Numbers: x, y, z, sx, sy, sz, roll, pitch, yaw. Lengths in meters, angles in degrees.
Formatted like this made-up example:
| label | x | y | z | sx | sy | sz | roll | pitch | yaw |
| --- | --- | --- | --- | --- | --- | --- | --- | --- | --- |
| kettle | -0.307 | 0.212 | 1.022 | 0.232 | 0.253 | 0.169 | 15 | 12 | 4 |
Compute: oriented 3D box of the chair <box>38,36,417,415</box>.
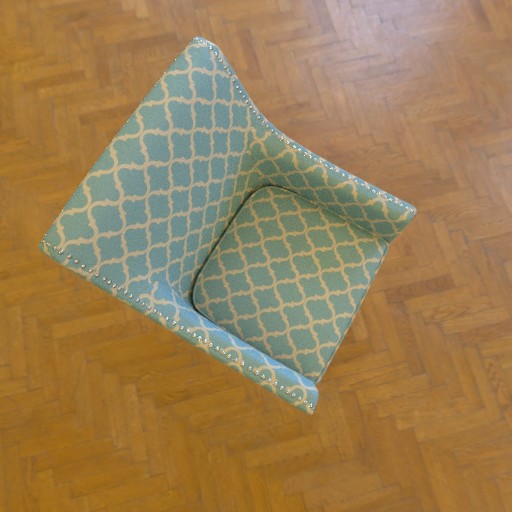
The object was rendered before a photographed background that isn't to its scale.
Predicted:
| label | x | y | z | sx | sy | sz | roll | pitch | yaw |
| --- | --- | --- | --- | --- | --- | --- | --- | --- | --- |
| chair | 0.000 | 0.000 | 1.292 | 0.686 | 0.817 | 0.617 | 29 | 76 | 8 |
